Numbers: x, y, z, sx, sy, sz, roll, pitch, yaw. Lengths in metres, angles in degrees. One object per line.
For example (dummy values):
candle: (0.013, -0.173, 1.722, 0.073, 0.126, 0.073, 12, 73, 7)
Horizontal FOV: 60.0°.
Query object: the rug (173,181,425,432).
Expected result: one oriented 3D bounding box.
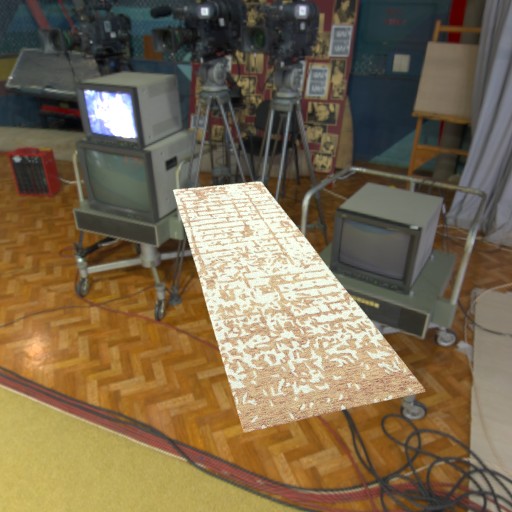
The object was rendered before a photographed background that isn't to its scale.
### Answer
rug: (0.000, 0.000, 2.703, 0.750, 0.011, 2.435, -8, 31, -13)
